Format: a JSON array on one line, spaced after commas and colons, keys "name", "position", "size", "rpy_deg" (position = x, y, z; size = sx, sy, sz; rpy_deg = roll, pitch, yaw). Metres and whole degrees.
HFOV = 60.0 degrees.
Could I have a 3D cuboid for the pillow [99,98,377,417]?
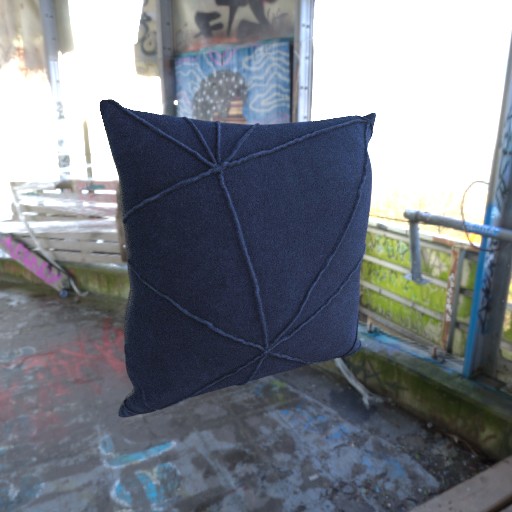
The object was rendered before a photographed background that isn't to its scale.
[{"name": "pillow", "position": [0.000, 0.000, 0.675], "size": [0.439, 0.440, 0.183], "rpy_deg": [-8, 17, -26]}]
